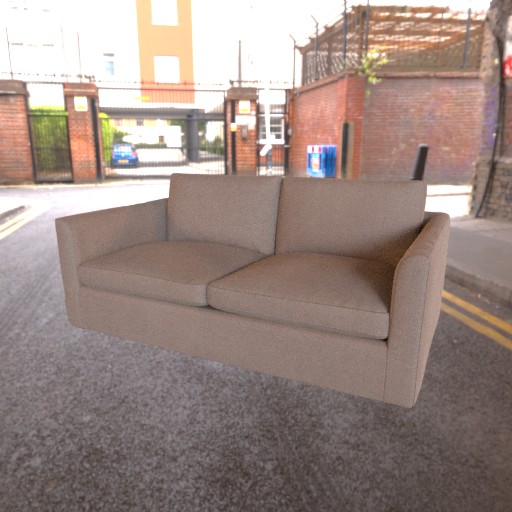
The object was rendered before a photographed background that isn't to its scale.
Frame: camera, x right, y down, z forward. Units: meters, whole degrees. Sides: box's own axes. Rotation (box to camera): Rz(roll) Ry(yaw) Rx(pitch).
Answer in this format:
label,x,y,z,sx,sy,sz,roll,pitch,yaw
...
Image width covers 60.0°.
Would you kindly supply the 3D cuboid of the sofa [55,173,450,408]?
label,x,y,z,sx,sy,sz,roll,pitch,yaw
sofa,0.000,0.000,2.475,1.905,0.839,1.091,7,15,26
